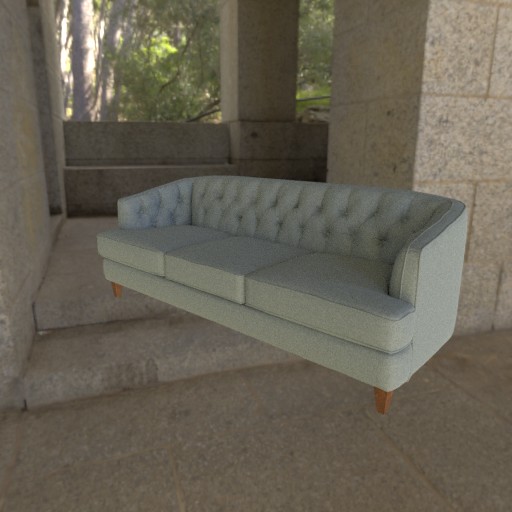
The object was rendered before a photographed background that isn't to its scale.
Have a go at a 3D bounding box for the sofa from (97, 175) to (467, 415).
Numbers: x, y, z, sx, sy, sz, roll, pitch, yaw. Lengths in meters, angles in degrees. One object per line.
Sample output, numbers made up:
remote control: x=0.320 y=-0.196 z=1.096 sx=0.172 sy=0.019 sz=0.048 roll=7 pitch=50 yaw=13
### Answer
sofa: x=0.000 y=0.000 z=2.714 sx=2.278 sy=0.855 sz=0.941 roll=13 pitch=20 yaw=41
